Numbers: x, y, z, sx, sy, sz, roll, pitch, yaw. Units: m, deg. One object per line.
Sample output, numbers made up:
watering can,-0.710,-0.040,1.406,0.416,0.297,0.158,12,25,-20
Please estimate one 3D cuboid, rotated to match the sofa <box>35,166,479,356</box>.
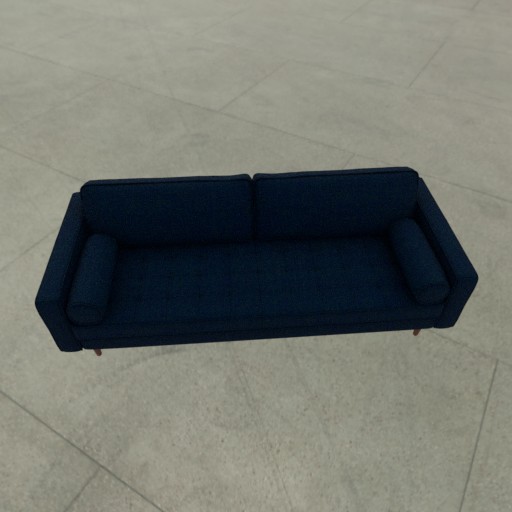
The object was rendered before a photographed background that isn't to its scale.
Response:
sofa,0.000,0.000,2.608,2.210,0.762,0.914,-3,45,-3
